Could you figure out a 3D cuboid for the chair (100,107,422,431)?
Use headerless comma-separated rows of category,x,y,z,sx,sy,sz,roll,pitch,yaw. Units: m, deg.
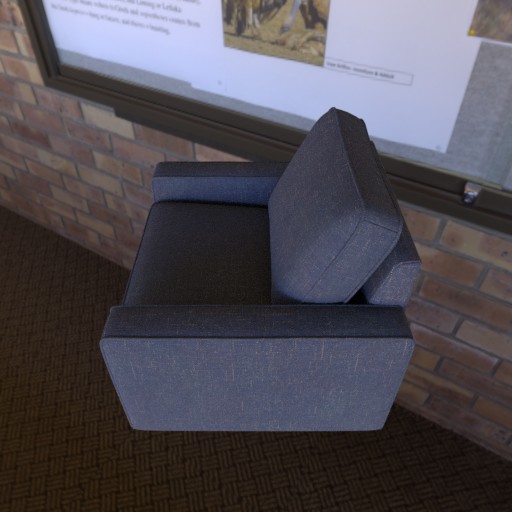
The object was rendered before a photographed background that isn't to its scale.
chair,0.000,0.000,1.707,0.940,0.919,1.017,0,42,0
